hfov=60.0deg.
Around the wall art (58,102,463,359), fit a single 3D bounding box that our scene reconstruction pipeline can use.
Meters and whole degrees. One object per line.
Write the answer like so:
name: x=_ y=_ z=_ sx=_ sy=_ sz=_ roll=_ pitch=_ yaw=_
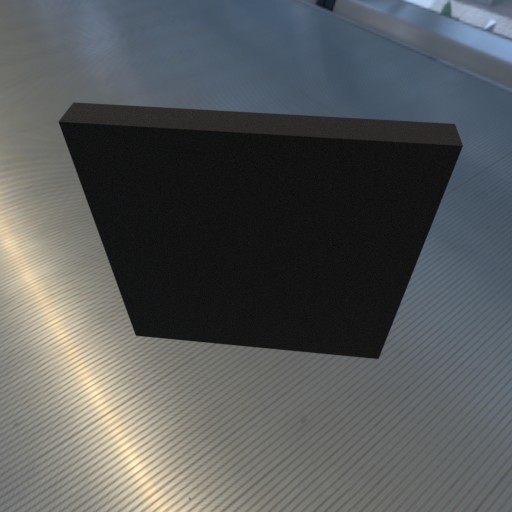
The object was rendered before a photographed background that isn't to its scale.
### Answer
wall art: x=0.000 y=0.000 z=0.457 sx=0.308 sy=0.305 sz=0.030 roll=5 pitch=47 yaw=4
